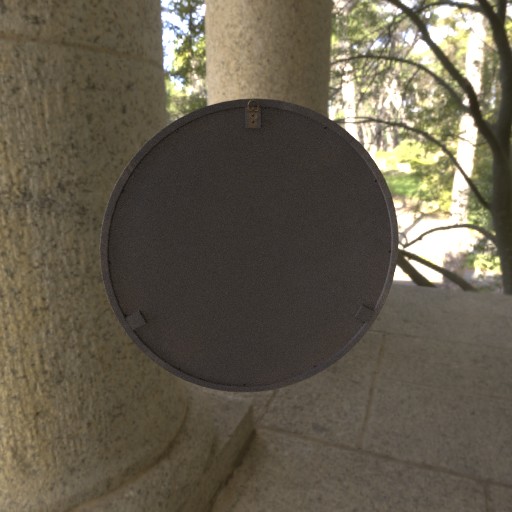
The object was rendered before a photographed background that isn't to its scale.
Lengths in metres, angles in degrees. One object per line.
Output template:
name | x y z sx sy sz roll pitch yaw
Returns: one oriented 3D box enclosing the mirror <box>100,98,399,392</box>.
mirror | 0.000 0.000 1.061 0.710 0.710 0.038 -2 15 -9
